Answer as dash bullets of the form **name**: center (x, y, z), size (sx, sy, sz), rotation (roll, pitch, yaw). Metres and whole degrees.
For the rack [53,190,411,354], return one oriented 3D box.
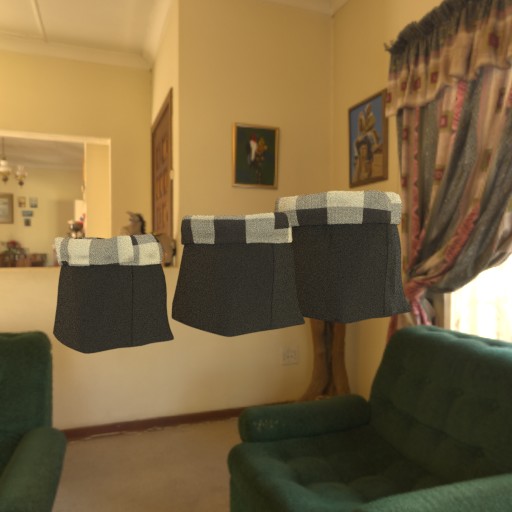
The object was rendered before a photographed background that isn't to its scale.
- **rack**: center (0.000, 0.000, 1.084), size (0.889, 0.329, 0.370), rotation (-1, 1, -36)
